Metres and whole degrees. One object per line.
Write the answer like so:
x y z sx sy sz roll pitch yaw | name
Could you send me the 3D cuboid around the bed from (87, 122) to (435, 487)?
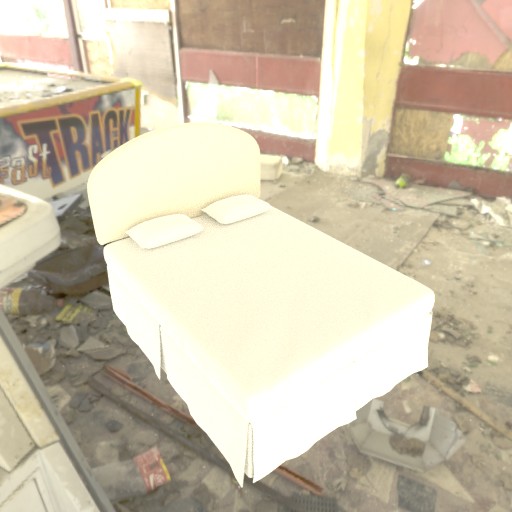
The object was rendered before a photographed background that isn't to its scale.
0.000 0.000 3.048 1.607 1.410 2.005 -21 36 -31 | bed
